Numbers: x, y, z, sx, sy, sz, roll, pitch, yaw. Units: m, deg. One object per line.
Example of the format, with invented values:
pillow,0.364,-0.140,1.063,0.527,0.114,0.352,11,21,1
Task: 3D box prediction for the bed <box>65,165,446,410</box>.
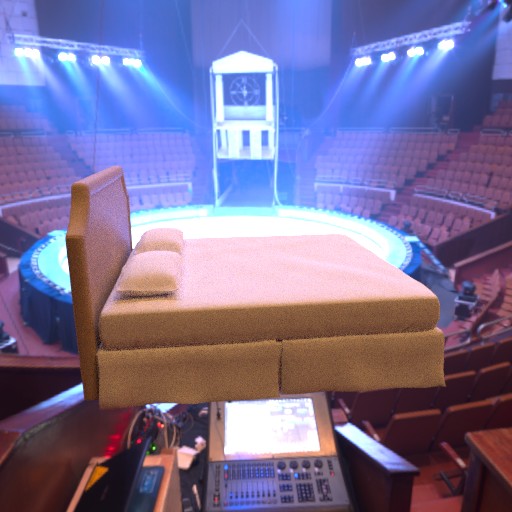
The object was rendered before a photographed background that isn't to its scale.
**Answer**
bed,0.000,0.000,4.181,2.773,1.590,2.350,-2,16,-7
